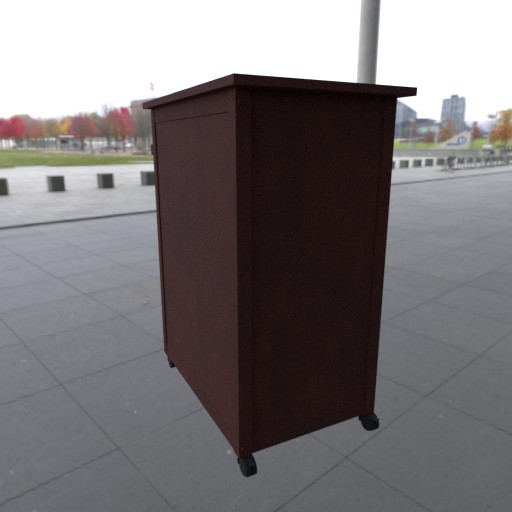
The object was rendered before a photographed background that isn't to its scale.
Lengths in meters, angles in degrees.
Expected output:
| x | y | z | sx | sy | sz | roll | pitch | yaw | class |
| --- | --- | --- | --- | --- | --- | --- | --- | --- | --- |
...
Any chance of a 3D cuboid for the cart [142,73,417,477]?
| x | y | z | sx | sy | sz | roll | pitch | yaw | class |
| --- | --- | --- | --- | --- | --- | --- | --- | --- | --- |
| 0.000 | 0.000 | 1.271 | 0.442 | 0.864 | 0.683 | -7 | 16 | -26 | cart |
